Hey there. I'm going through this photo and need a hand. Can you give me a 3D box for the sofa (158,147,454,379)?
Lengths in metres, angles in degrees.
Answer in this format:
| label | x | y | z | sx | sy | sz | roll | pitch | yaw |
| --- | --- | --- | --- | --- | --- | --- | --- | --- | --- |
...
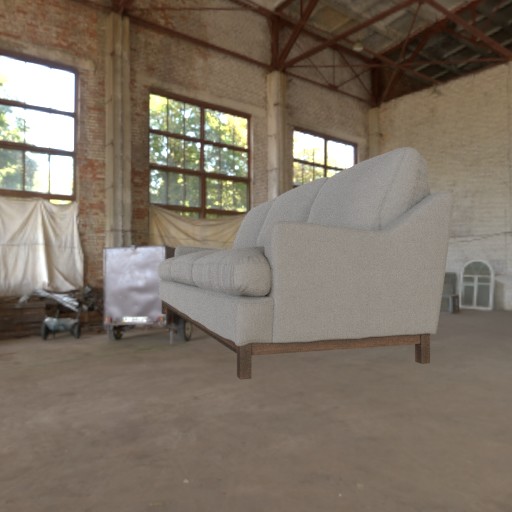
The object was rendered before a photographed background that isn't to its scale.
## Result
| label | x | y | z | sx | sy | sz | roll | pitch | yaw |
| --- | --- | --- | --- | --- | --- | --- | --- | --- | --- |
| sofa | 0.000 | 0.000 | 2.792 | 0.987 | 0.926 | 2.344 | 0 | -1 | -19 |
